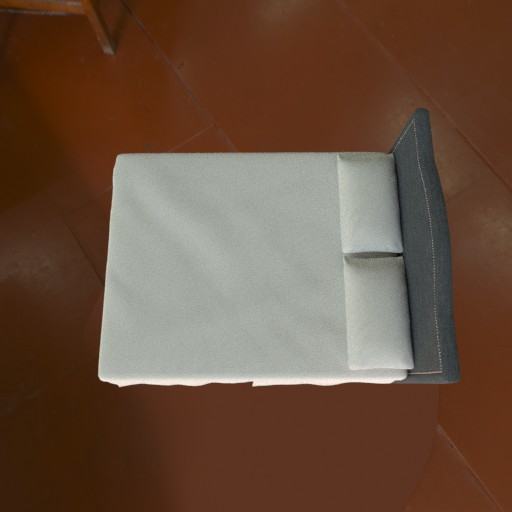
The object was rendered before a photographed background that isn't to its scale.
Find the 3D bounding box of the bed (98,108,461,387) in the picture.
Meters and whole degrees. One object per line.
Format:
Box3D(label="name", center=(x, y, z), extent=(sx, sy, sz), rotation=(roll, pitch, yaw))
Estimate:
Box3D(label="bed", center=(0.000, 0.000, 3.768), extent=(2.689, 1.457, 2.161), rotation=(0, 75, 0))
